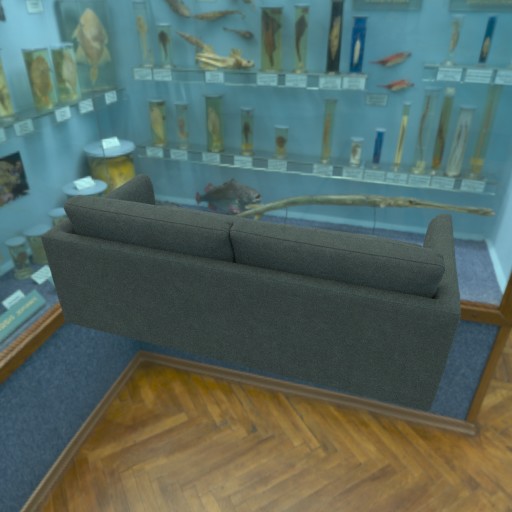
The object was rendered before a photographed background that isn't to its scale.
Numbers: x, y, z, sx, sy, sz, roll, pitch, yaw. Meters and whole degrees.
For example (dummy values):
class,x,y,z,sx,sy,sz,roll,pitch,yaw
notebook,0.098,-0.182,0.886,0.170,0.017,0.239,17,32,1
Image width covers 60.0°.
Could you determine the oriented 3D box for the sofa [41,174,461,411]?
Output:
class,x,y,z,sx,sy,sz,roll,pitch,yaw
sofa,0.000,0.000,2.763,2.257,0.838,1.092,10,32,16
